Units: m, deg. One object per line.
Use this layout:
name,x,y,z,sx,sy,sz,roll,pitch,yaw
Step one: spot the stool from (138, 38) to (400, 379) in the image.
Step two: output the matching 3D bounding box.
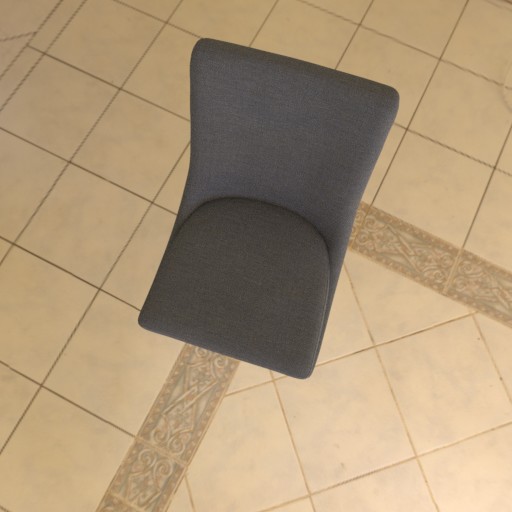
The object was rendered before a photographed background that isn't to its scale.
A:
stool,0.000,0.000,1.250,0.470,0.981,0.577,17,76,4
